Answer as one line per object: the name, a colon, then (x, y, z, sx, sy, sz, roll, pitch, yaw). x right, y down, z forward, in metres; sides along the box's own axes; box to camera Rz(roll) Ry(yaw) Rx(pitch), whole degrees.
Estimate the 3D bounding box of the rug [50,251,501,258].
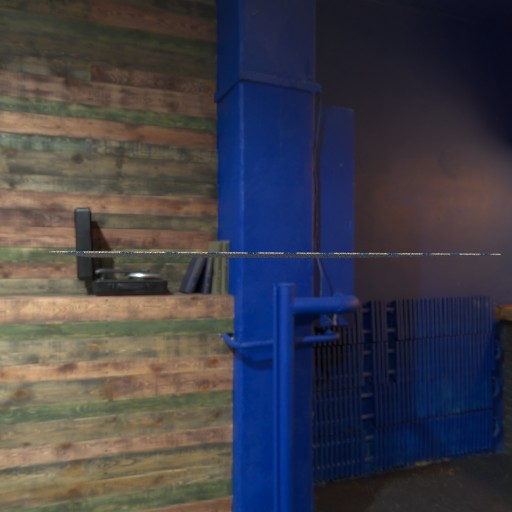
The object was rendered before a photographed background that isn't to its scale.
rug: (0.000, 0.000, 4.021, 3.059, 0.008, 2.453, 0, -1, -16)
